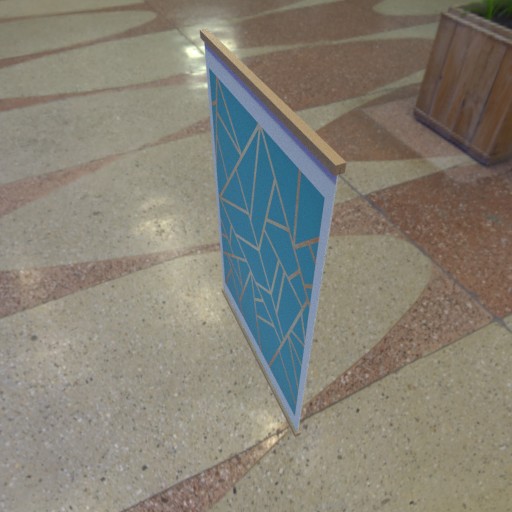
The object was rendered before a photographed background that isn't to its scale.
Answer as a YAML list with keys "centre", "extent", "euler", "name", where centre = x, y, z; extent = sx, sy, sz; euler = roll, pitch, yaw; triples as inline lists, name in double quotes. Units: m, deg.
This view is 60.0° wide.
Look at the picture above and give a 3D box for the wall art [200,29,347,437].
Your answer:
- centre: [0.000, 0.000, 1.894]
  extent: [0.030, 1.519, 0.990]
  euler: [-17, 48, -16]
  name: "wall art"
